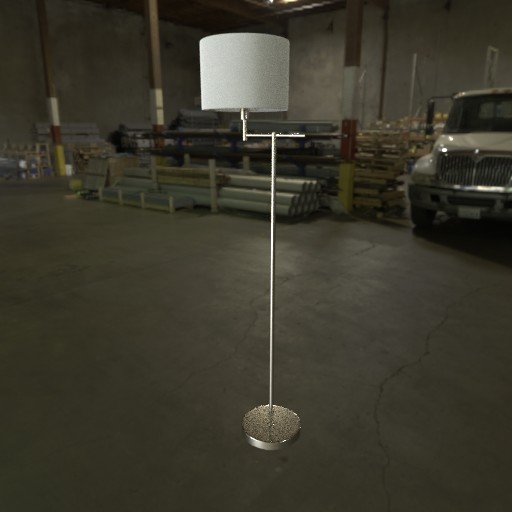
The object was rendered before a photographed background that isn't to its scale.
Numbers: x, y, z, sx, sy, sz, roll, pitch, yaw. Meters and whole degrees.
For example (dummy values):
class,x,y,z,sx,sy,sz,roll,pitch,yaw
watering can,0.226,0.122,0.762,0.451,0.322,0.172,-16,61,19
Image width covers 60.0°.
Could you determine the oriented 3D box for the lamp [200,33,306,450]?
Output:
class,x,y,z,sx,sy,sz,roll,pitch,yaw
lamp,0.000,0.000,1.806,0.416,1.600,0.324,8,18,26
